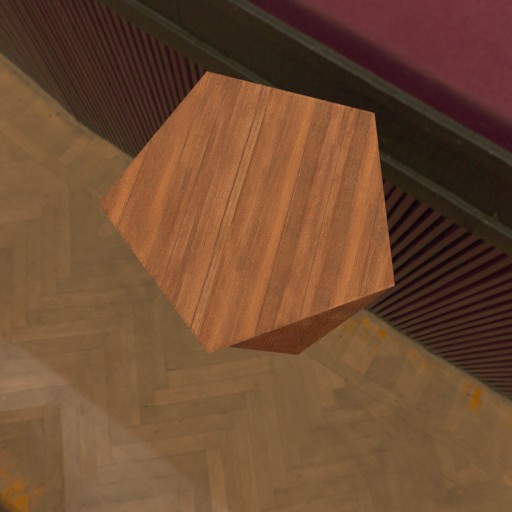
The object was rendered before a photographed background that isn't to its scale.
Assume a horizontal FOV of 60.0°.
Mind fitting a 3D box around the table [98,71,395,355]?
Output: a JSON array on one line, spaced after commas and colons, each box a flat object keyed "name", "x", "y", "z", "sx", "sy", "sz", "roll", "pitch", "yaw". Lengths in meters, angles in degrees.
[{"name": "table", "x": 0.000, "y": 0.000, "z": 0.909, "sx": 0.441, "sy": 0.604, "sz": 0.425, "roll": 35, "pitch": 78, "yaw": 9}]
